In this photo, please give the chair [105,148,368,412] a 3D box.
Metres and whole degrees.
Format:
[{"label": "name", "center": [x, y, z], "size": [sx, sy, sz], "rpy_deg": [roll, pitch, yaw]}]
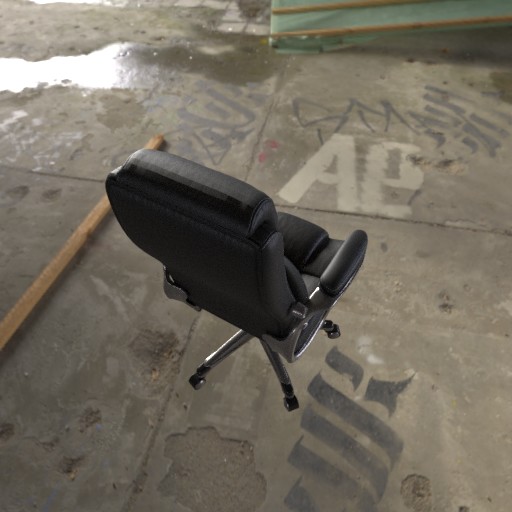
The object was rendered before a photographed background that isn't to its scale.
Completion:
[{"label": "chair", "center": [0.000, 0.000, 1.671], "size": [0.741, 1.167, 0.784], "rpy_deg": [24, 52, 21]}]
